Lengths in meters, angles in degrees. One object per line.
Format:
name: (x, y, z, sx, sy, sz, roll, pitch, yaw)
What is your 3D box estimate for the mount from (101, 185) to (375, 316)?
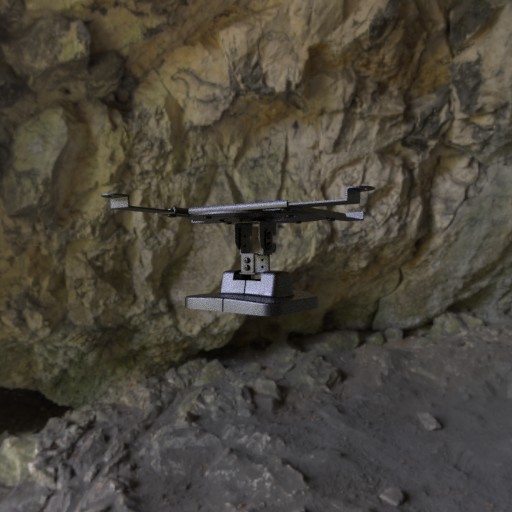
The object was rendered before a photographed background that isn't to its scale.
mount: (0.000, 0.000, 0.617, 0.394, 0.141, 0.394, 0, 0, 36)
